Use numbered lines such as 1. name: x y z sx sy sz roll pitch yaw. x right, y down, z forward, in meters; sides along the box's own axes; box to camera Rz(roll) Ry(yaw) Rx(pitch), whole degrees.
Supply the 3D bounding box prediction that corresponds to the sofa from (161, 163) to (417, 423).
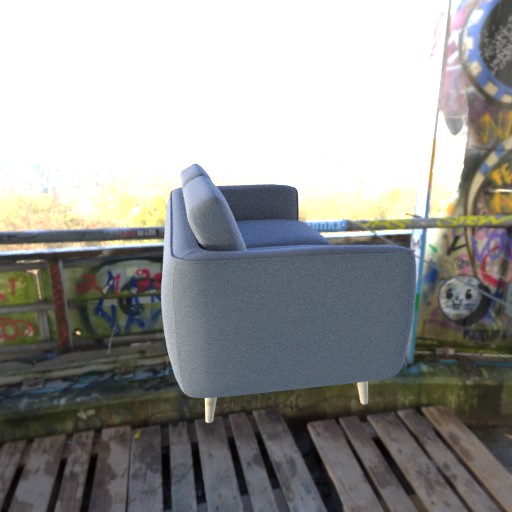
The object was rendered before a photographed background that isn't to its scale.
1. sofa: 0.000 0.000 2.264 0.920 0.850 1.700 -3 17 -10
